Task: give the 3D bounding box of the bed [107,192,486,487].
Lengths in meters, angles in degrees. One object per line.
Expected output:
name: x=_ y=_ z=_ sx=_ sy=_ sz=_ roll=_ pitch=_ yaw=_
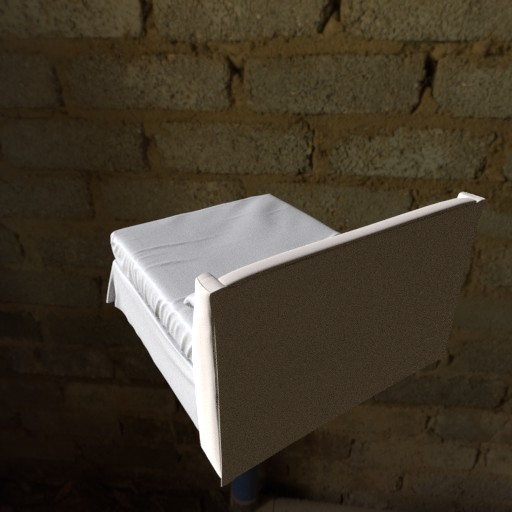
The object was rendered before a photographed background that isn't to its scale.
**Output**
bed: x=0.000 y=0.000 z=3.388 sx=1.925 sy=1.332 sz=2.276 roll=-17 pitch=34 yaw=-28
